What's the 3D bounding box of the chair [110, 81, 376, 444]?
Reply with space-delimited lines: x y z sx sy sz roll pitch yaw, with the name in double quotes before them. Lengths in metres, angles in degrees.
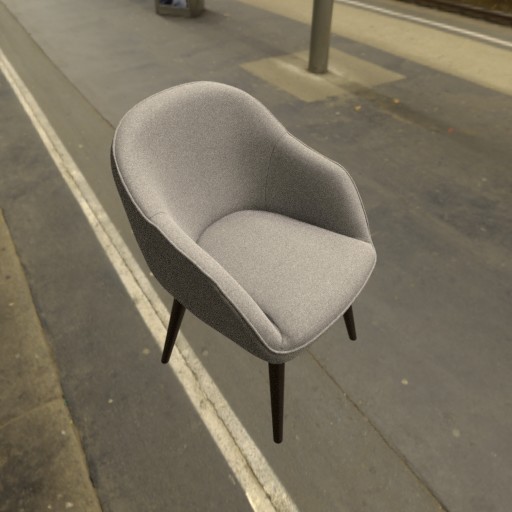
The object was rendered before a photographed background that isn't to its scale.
"chair" 0.000 0.000 1.262 0.611 0.810 0.589 26 47 27
